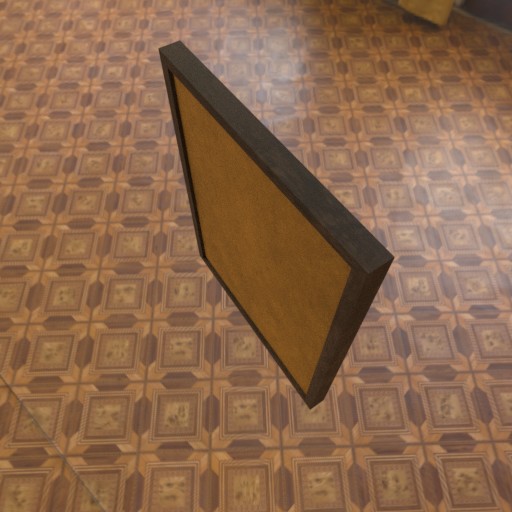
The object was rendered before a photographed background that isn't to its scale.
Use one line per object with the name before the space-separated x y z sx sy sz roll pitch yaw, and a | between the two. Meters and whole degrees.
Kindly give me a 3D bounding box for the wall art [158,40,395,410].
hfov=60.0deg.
wall art | 0.000 0.000 0.567 0.027 0.406 0.329 -30 62 -17
